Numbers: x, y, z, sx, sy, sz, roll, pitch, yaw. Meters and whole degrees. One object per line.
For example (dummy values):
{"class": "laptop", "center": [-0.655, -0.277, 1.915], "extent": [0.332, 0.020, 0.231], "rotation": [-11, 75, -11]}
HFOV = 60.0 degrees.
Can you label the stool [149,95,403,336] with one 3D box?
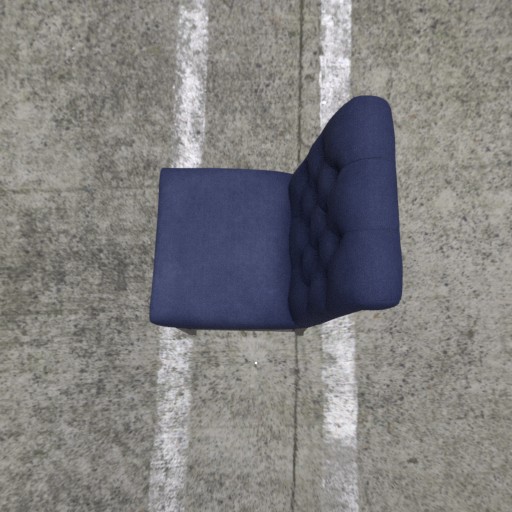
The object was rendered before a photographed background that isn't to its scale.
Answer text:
{"class": "stool", "center": [0.000, 0.000, 1.450], "extent": [0.601, 1.140, 0.493], "rotation": [1, 76, 0]}
